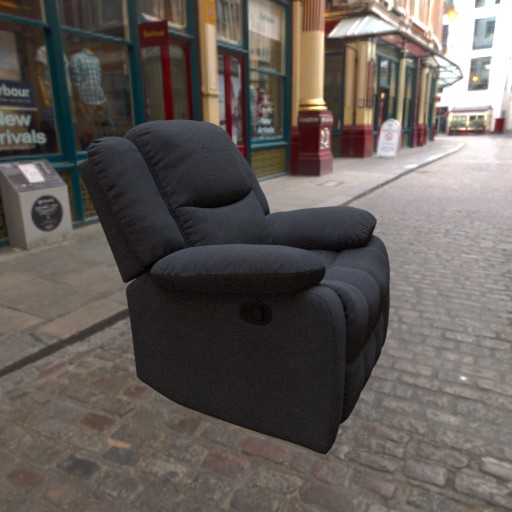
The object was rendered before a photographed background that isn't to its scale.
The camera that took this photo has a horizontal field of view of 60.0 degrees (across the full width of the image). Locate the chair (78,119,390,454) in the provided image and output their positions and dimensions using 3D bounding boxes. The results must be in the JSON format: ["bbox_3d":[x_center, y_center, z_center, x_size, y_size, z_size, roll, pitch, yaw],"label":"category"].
[{"bbox_3d":[0.000,0.000,1.707,0.944,1.008,0.899,8,18,26],"label":"chair"}]
